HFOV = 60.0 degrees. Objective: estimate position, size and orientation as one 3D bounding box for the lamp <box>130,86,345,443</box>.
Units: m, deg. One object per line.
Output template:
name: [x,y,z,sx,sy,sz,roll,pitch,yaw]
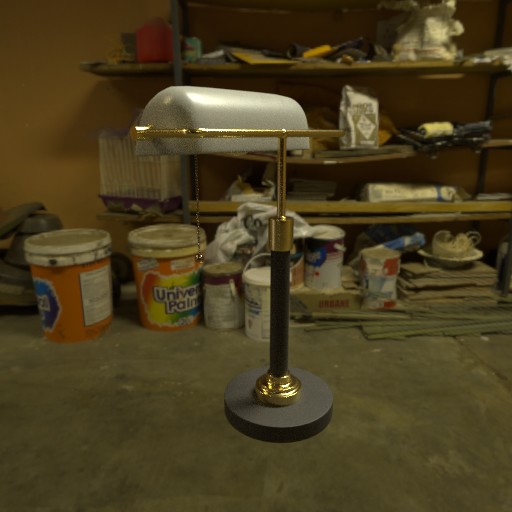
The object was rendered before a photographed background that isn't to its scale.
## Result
lamp: [0.000,0.000,0.567,0.227,0.404,0.269,15,21,43]
